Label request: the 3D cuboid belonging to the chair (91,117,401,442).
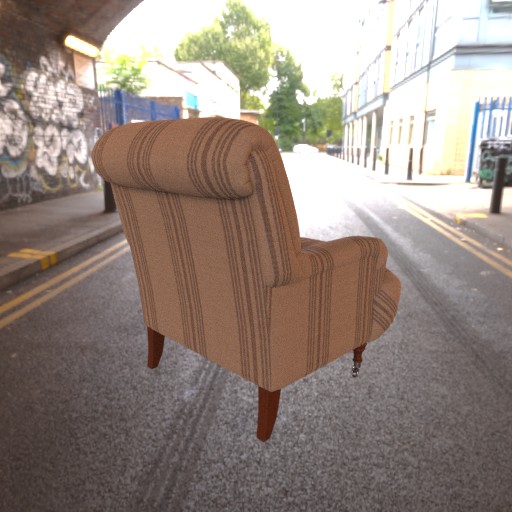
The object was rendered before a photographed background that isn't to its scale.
[{"bbox_3d":[0.000,0.000,1.629,0.914,0.940,0.813,-14,20,-43],"label":"chair"}]
